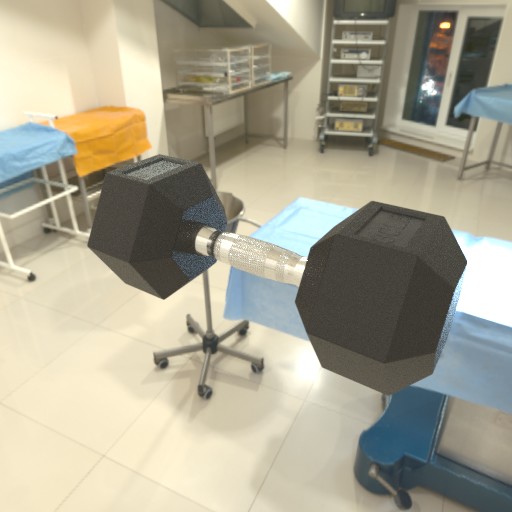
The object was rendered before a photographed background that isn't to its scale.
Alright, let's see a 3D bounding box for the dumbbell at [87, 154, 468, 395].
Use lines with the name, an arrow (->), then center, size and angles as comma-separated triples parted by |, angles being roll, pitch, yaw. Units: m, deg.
dumbbell -> 0.000, 0.000, 0.402 | 0.337, 0.123, 0.142 | 18, 34, 28
